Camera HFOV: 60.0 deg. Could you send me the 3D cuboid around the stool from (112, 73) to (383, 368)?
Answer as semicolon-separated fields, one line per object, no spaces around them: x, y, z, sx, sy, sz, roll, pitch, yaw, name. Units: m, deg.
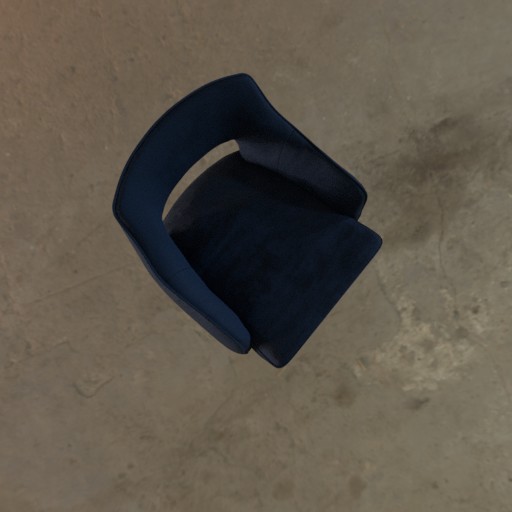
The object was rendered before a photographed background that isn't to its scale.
0.000;0.000;1.405;0.560;1.041;0.550;39;79;9;stool
